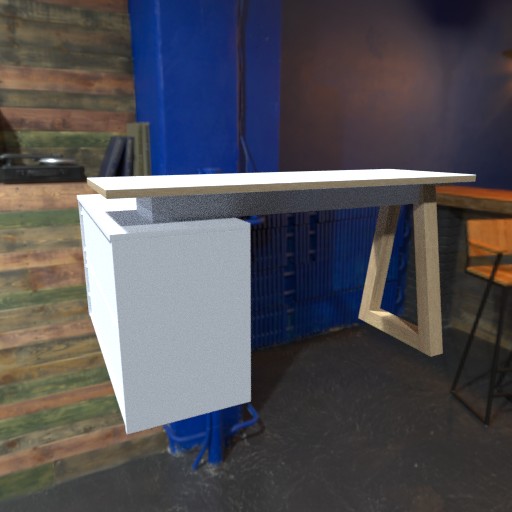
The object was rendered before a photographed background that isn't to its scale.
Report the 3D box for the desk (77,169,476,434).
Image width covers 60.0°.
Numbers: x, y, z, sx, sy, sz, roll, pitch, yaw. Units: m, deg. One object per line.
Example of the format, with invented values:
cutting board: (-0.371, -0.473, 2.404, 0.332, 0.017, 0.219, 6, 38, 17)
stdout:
desk: (0.000, 0.000, 2.027, 1.404, 0.755, 1.098, -7, 15, -25)
